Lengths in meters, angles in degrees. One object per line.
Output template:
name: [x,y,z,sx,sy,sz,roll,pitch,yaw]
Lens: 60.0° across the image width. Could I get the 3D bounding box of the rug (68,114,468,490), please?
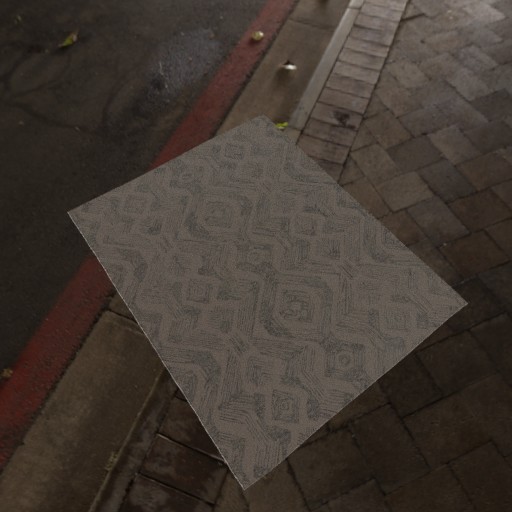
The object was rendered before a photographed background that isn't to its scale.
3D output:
rug: [0.000,0.000,4.145,2.430,0.030,3.054,-32,64,-18]
